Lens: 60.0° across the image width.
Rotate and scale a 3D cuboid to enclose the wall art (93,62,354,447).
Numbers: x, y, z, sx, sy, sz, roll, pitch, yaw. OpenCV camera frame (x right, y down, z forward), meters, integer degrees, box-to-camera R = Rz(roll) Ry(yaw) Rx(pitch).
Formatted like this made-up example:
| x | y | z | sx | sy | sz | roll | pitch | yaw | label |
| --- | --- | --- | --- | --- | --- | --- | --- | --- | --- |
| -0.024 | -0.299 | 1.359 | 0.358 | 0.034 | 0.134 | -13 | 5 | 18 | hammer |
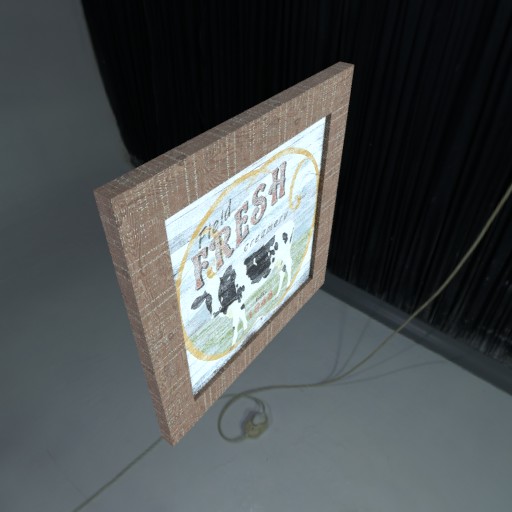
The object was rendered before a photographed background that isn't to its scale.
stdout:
| x | y | z | sx | sy | sz | roll | pitch | yaw | label |
| --- | --- | --- | --- | --- | --- | --- | --- | --- | --- |
| 0.000 | 0.000 | 0.793 | 0.029 | 0.531 | 0.531 | 26 | 47 | 27 | wall art |
